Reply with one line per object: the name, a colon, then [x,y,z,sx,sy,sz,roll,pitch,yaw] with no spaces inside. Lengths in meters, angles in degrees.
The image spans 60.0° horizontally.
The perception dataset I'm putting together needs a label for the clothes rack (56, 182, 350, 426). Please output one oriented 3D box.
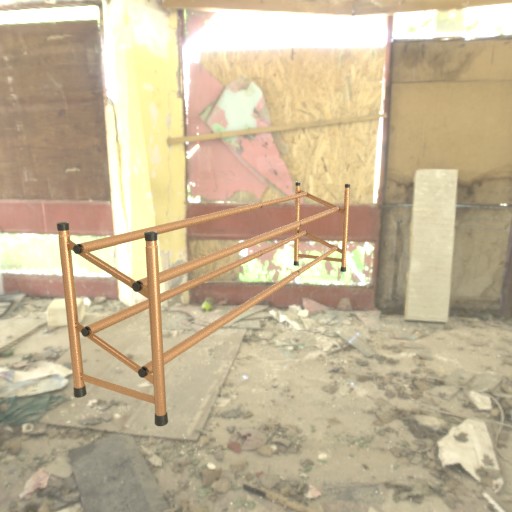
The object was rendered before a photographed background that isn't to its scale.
clothes rack: [0.000,0.000,1.297,0.229,0.349,1.168,7,15,26]
